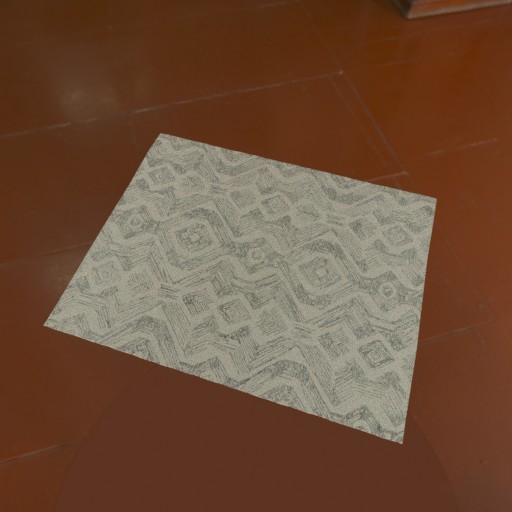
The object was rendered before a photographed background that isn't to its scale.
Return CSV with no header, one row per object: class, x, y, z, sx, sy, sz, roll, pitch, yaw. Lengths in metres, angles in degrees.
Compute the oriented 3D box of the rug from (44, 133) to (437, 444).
rug,0.000,0.000,4.108,3.054,0.030,2.430,15,59,9
